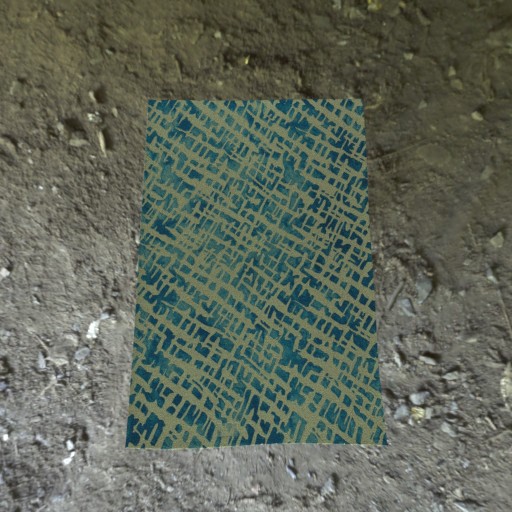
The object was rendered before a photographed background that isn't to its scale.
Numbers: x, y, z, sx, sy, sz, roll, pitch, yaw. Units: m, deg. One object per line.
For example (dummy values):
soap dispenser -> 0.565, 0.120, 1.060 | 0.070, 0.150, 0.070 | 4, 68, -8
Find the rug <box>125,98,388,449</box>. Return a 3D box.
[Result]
rug -> 0.000, 0.000, 2.268 | 1.209, 0.011, 1.830 | 0, 75, 0
